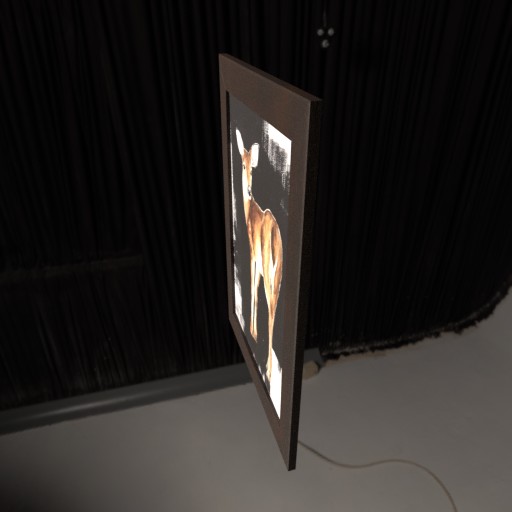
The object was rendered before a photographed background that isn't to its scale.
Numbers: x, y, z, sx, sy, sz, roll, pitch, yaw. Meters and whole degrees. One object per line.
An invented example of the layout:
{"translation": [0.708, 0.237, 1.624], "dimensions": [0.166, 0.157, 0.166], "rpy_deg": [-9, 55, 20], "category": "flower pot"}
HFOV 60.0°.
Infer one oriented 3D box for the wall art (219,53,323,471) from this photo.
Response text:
{"translation": [0.000, 0.000, 0.651], "dimensions": [0.013, 0.508, 0.359], "rpy_deg": [-9, 32, -14], "category": "wall art"}
